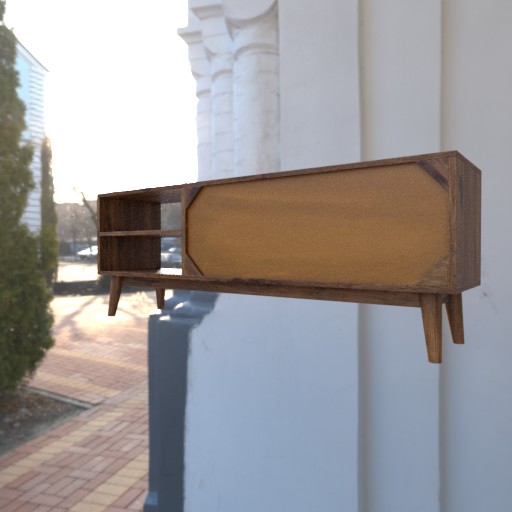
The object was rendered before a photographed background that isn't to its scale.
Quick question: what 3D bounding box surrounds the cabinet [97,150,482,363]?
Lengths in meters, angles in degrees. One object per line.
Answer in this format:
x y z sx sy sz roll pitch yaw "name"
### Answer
0.000 0.000 1.641 1.448 0.528 0.349 1 1 36 "cabinet"
